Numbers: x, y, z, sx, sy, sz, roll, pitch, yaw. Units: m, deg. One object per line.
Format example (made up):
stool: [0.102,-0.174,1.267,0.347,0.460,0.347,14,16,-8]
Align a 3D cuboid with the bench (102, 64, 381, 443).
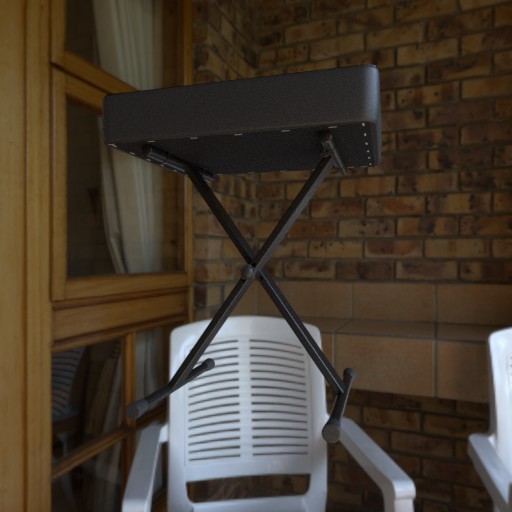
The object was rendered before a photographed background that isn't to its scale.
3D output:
bench: [0.000,0.000,0.784,0.424,0.500,0.321,0,0,16]
